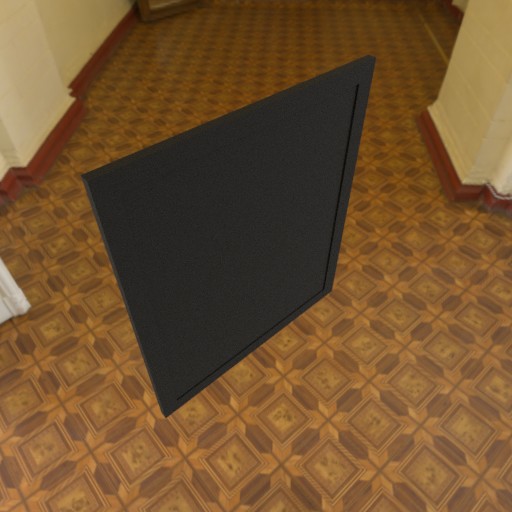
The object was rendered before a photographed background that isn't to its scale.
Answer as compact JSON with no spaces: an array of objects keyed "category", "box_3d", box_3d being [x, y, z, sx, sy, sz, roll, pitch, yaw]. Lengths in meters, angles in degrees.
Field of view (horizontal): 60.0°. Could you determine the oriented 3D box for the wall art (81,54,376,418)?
[{"category":"wall art","box_3d":[0.000,0.000,0.500,0.311,0.361,0.010,-32,54,-28]}]
